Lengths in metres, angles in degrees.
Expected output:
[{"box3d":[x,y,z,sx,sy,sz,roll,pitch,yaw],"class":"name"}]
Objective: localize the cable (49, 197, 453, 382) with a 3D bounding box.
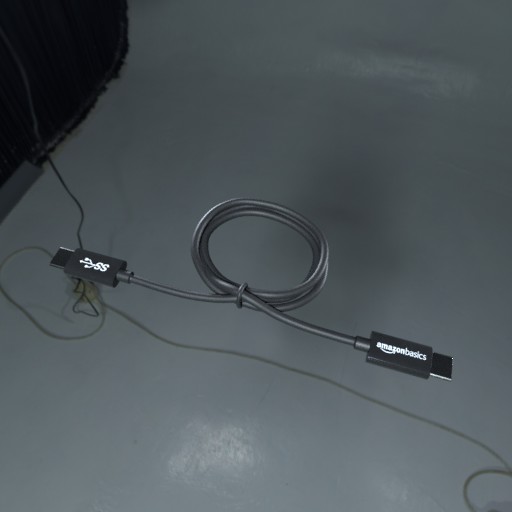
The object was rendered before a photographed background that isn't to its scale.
[{"box3d":[0.000,0.000,0.210,0.186,0.014,0.070,14,58,9],"class":"cable"}]
